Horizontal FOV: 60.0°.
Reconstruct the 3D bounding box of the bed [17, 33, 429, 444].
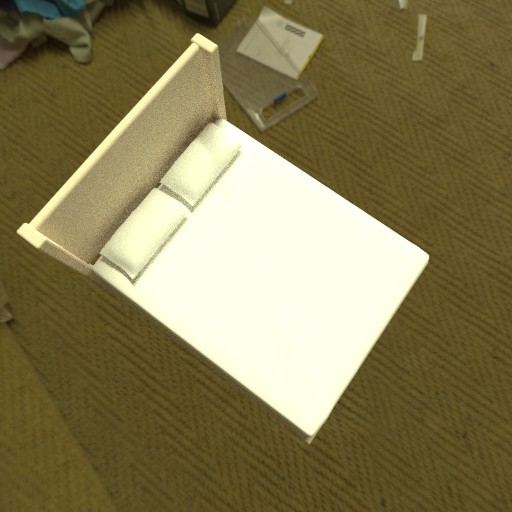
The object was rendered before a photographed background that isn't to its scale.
[{"bbox_3d":[0.000,0.000,3.384,2.293,1.471,1.778,35,78,9],"label":"bed"}]
